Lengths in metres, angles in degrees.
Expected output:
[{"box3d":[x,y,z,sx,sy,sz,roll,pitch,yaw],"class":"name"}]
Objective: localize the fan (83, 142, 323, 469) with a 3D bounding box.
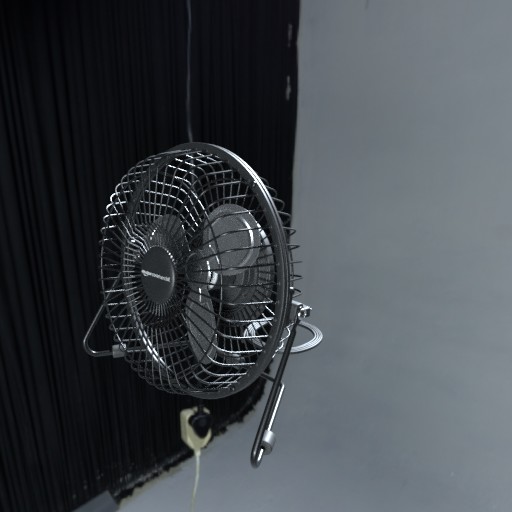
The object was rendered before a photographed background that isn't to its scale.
[{"box3d":[0.000,0.000,0.375,0.209,0.188,0.227,14,21,42],"class":"fan"}]
